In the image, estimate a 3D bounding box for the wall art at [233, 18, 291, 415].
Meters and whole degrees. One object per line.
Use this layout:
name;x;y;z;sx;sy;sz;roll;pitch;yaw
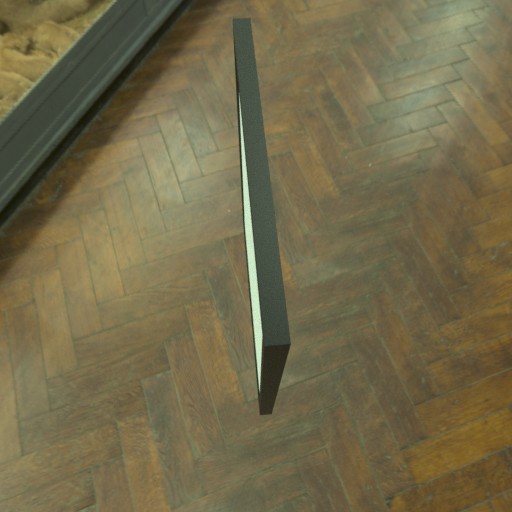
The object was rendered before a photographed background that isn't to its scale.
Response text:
wall art;0.000;0.000;0.541;0.018;0.397;0.325;-5;64;-2
